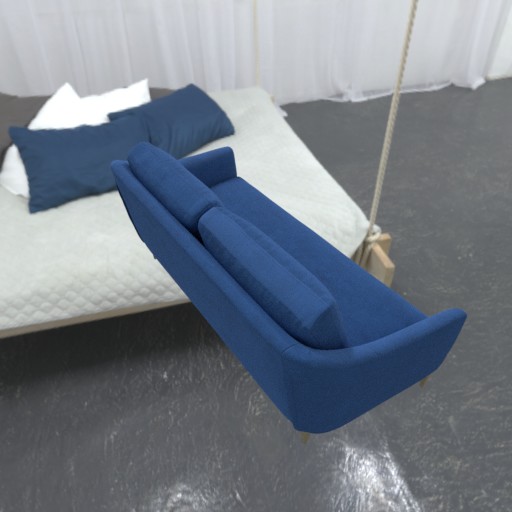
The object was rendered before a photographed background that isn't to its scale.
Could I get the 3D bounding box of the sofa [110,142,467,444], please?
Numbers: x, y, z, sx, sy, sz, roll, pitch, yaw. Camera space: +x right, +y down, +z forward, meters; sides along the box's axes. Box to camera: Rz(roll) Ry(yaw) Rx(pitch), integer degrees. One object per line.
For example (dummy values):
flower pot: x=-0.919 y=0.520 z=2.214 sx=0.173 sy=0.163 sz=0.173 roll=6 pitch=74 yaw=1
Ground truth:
sofa: x=0.000 y=0.000 z=2.513 sx=0.960 sy=0.903 sz=2.036 roll=-24 pitch=45 yaw=-26
